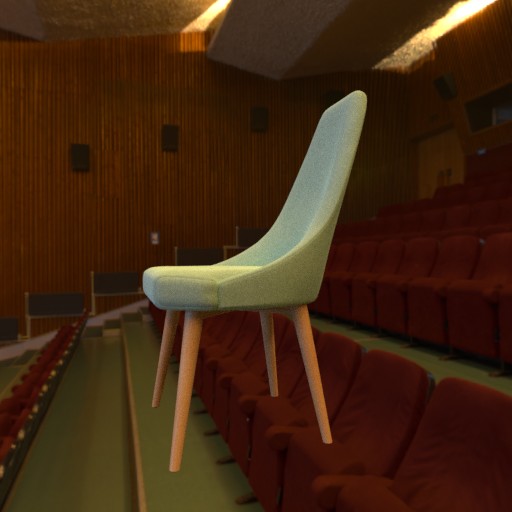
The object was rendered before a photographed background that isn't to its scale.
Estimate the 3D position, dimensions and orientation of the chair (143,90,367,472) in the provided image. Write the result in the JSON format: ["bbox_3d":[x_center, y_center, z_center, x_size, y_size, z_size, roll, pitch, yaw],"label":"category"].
[{"bbox_3d":[0.000,0.000,1.378,0.660,1.040,0.510,0,0,-18],"label":"chair"}]
